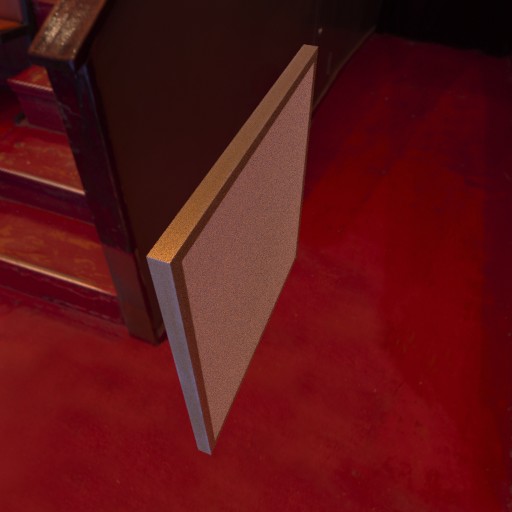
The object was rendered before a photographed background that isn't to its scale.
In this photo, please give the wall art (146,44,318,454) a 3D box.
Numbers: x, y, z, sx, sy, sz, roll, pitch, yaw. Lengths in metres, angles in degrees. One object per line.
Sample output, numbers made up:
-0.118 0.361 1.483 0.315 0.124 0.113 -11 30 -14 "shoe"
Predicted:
0.000 0.000 1.133 0.037 0.760 0.762 16 49 14 "wall art"
